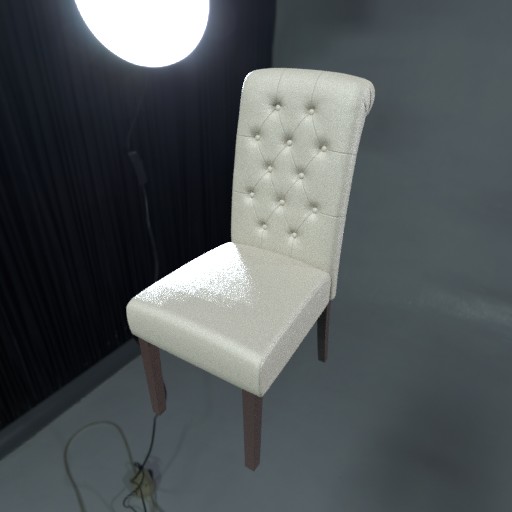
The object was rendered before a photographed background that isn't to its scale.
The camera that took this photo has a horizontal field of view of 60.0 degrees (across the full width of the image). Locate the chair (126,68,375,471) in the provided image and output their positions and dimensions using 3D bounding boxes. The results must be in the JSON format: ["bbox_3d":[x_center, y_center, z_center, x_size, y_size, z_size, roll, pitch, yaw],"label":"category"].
[{"bbox_3d":[0.000,0.000,1.361,0.456,1.006,0.671,18,34,28],"label":"chair"}]
